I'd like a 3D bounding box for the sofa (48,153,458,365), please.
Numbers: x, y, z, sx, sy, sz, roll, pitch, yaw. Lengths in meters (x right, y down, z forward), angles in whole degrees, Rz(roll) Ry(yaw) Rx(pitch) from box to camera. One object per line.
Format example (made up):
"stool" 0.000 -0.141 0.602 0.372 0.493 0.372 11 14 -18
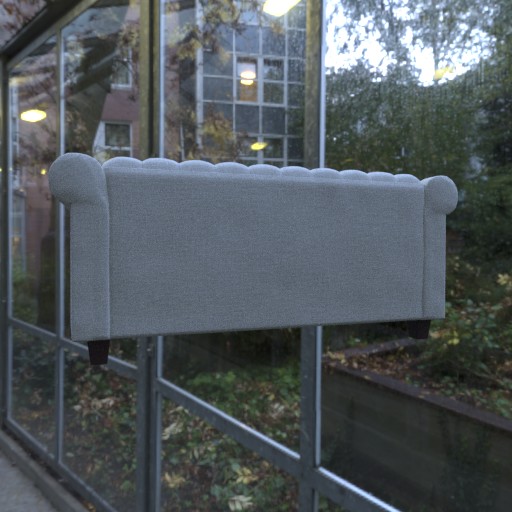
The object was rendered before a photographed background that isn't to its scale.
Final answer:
"sofa" 0.000 0.000 2.211 1.798 0.797 0.783 0 1 -18
